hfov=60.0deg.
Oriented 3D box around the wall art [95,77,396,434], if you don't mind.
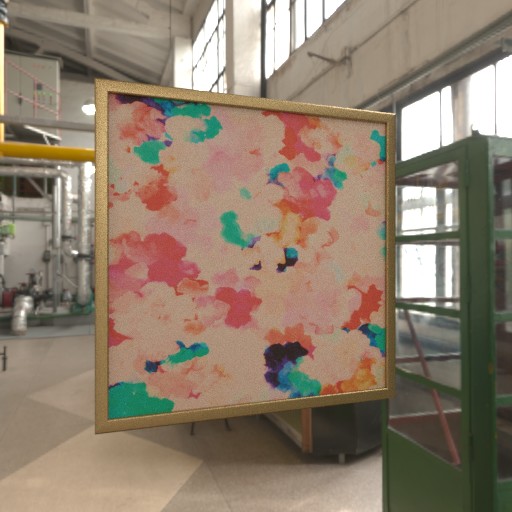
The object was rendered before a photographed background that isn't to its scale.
[{"bbox_3d":[0.000,0.000,0.445,0.304,0.305,0.038,0,0,-19],"label":"wall art"}]
